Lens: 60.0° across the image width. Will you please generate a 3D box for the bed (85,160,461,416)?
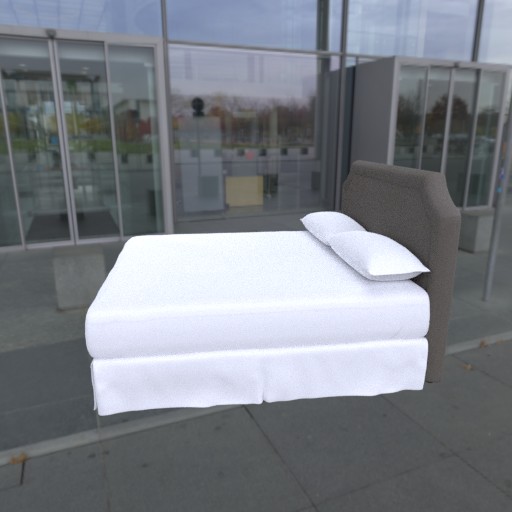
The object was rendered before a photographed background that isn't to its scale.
[{"bbox_3d":[0.000,0.000,3.932,2.536,1.561,2.194,-2,16,-8],"label":"bed"}]
